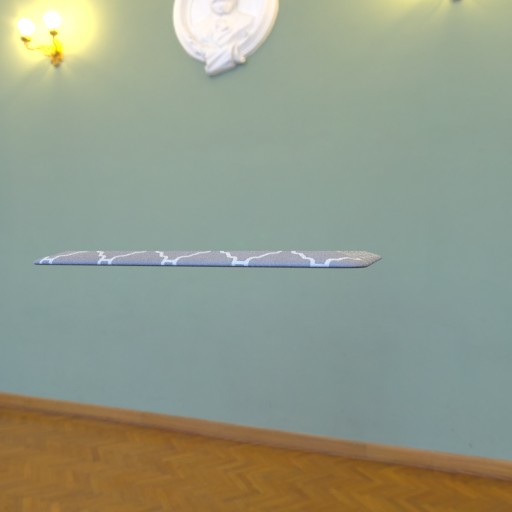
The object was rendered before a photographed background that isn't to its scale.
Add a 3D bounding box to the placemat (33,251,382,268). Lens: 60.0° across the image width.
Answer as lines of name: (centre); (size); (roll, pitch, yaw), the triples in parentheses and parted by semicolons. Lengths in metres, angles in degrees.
placemat: (0.000, 0.000, 0.960); (0.508, 0.021, 0.762); (0, 1, 17)
